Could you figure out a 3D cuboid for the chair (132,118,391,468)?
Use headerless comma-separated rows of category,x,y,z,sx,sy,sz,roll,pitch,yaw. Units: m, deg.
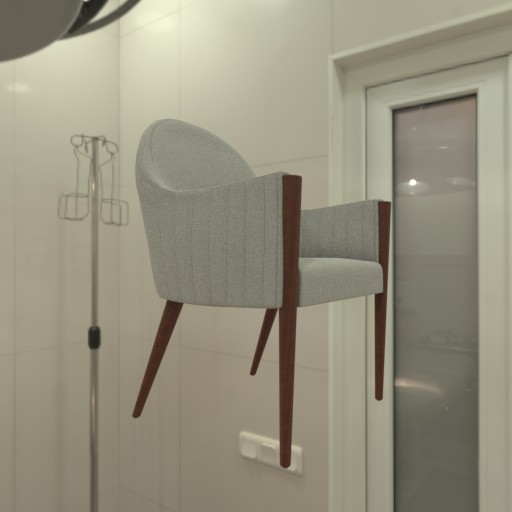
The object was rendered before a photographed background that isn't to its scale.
chair,0.000,0.000,1.311,0.620,0.889,0.610,0,0,36
